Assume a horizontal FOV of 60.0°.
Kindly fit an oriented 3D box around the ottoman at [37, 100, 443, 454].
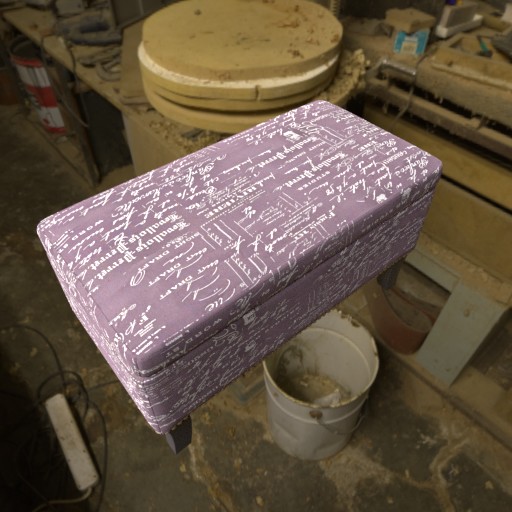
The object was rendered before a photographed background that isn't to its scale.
[{"bbox_3d":[0.000,0.000,1.075,0.813,0.457,0.406,-31,54,-26],"label":"ottoman"}]
